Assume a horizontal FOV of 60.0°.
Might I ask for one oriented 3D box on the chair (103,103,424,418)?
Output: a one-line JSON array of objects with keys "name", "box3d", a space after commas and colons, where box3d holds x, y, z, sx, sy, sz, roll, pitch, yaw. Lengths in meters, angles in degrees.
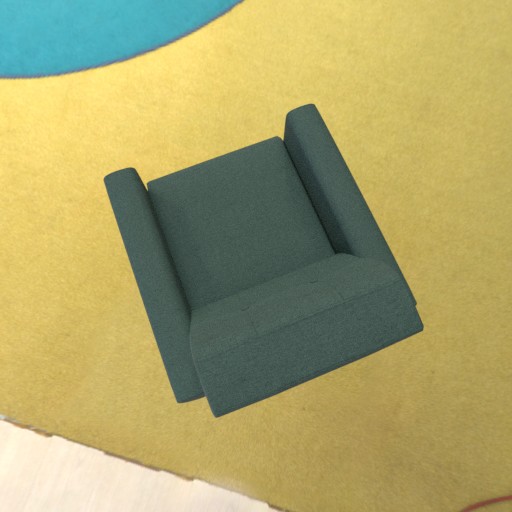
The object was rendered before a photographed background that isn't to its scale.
[{"name": "chair", "box3d": [0.000, 0.000, 1.594, 0.831, 0.841, 0.909, -21, 75, -6]}]
